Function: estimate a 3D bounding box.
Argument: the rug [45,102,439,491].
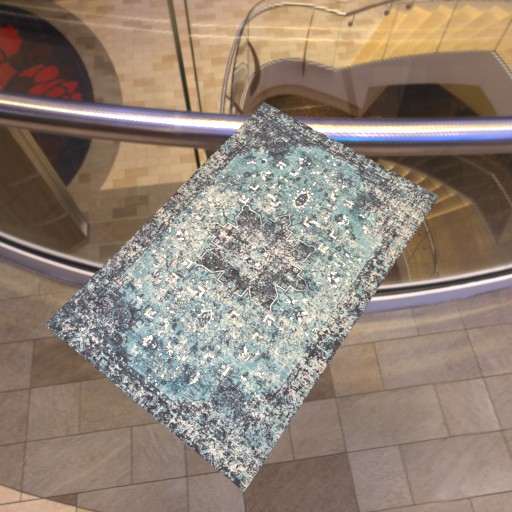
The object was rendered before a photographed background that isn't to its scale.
[{"bbox_3d":[0.000,0.000,2.329,1.219,0.005,1.828,33,68,15],"label":"rug"}]
